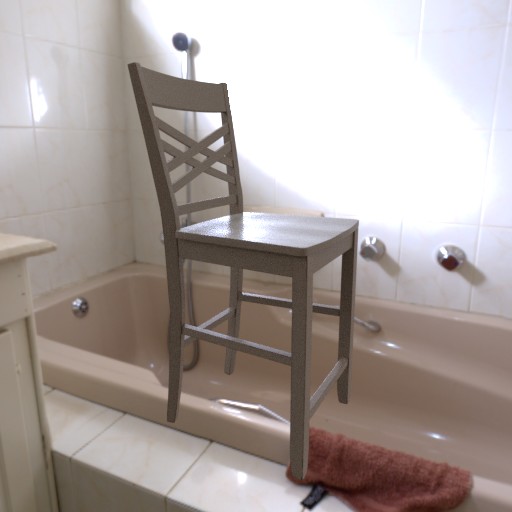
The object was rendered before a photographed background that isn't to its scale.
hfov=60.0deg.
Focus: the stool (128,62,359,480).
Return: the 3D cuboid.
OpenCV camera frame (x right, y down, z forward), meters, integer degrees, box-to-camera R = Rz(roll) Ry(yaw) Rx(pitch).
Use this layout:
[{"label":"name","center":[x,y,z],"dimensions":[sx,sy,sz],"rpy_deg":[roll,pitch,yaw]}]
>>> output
[{"label":"stool","center":[0.000,0.000,1.362],"dimensions":[0.539,1.079,0.462],"rpy_deg":[7,16,27]}]
